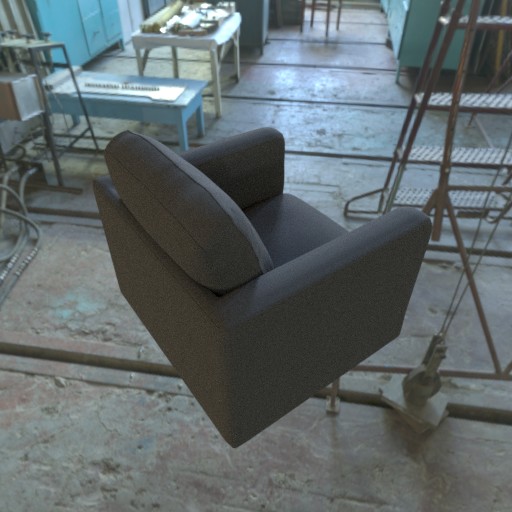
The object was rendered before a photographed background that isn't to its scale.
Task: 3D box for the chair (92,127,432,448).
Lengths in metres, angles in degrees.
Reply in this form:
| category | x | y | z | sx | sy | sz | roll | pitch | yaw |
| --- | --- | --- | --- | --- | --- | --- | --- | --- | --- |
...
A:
| category | x | y | z | sx | sy | sz | roll | pitch | yaw |
| --- | --- | --- | --- | --- | --- | --- | --- | --- | --- |
| chair | 0.000 | 0.000 | 1.580 | 0.800 | 0.927 | 0.854 | -25 | 47 | -27 |
